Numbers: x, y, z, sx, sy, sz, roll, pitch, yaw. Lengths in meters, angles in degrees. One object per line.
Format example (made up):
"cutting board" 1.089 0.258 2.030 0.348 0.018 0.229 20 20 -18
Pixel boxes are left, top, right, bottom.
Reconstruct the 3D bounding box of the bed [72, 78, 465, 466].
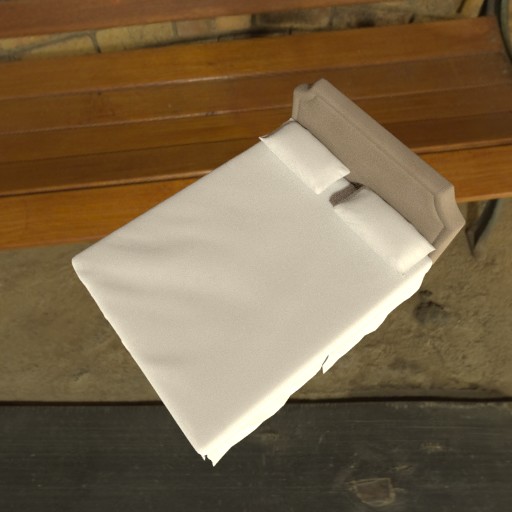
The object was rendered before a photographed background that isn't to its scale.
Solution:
"bed" 0.000 0.000 3.574 2.498 1.293 1.977 -35 68 -16
